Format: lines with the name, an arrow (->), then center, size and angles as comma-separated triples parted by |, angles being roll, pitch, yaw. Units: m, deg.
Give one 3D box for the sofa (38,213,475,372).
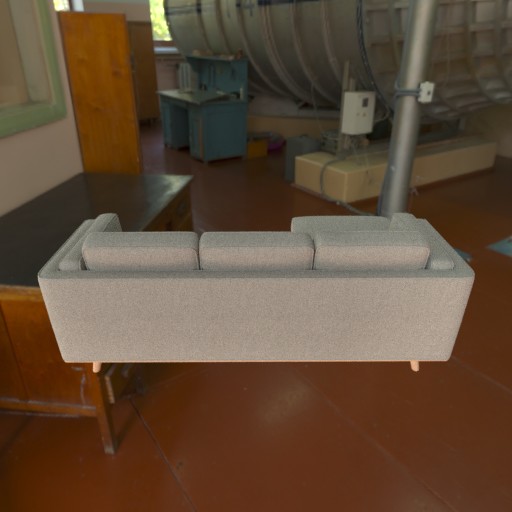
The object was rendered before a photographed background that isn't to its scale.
sofa -> 0.000, 0.000, 3.204 | 2.411, 0.929, 1.604 | 0, 26, 0
